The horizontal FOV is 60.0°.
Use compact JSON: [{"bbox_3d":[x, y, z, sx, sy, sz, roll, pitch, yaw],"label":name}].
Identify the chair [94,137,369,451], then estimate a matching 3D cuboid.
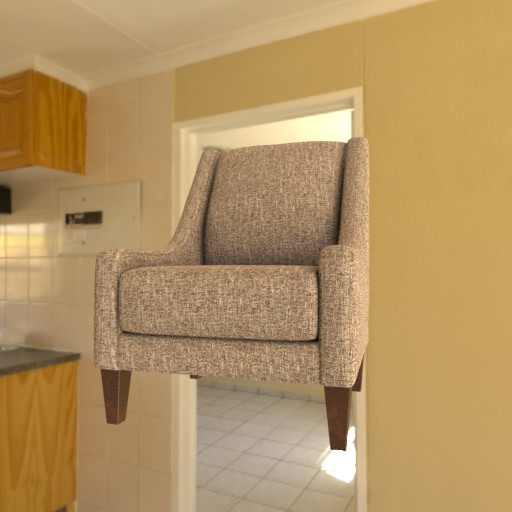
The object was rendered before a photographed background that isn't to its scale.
[{"bbox_3d":[0.000,0.000,1.592,0.774,1.014,0.870,-1,-2,17],"label":"chair"}]
